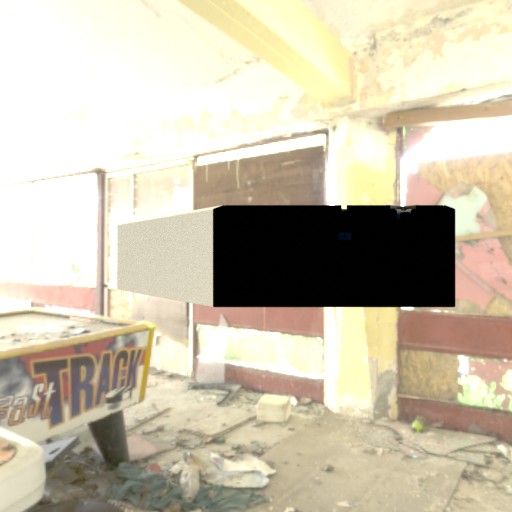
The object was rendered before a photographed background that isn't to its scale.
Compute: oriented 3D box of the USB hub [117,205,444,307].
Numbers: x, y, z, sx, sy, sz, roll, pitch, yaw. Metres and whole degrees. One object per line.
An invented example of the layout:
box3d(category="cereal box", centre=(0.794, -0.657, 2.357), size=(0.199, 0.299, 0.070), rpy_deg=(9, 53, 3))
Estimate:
box3d(category="USB hub", centre=(0.000, 0.000, 0.124), size=(0.044, 0.023, 0.110), rpy_deg=(0, 0, -36))
